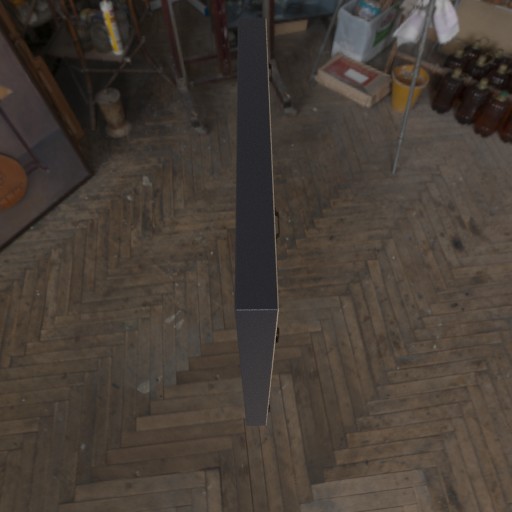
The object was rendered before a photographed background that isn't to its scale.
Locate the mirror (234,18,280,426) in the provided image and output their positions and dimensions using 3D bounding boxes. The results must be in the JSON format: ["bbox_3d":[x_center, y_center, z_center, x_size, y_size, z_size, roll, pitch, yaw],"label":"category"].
[{"bbox_3d":[0.000,0.000,0.680,0.041,0.508,0.405,-1,59,0],"label":"mirror"}]
